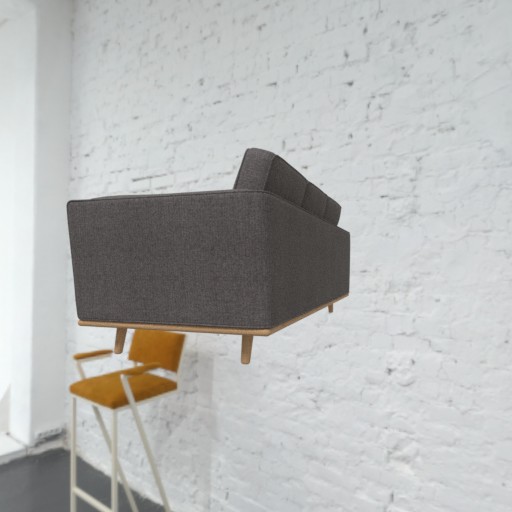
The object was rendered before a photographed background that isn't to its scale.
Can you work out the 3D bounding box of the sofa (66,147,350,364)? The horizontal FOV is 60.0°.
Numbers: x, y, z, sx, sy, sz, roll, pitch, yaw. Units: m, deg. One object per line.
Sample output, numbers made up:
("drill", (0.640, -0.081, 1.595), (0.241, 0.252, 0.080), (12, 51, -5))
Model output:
("sofa", (0.000, 0.000, 2.811), (0.903, 0.899, 2.362), (0, -1, 19))
